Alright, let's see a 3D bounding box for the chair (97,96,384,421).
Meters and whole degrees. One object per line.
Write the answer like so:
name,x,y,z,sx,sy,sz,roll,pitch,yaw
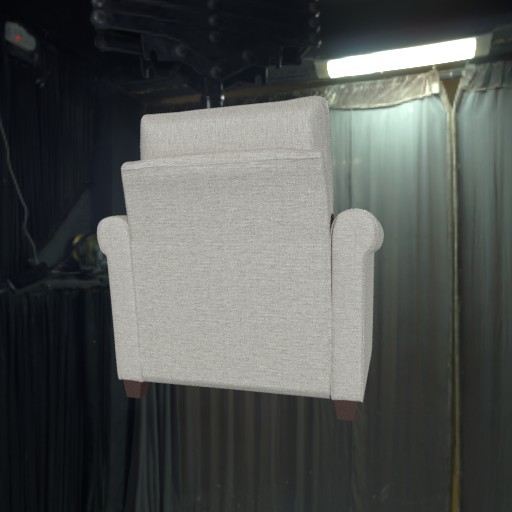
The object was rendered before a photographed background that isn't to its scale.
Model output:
chair,0.000,0.000,2.325,1.275,1.349,1.180,0,0,17
